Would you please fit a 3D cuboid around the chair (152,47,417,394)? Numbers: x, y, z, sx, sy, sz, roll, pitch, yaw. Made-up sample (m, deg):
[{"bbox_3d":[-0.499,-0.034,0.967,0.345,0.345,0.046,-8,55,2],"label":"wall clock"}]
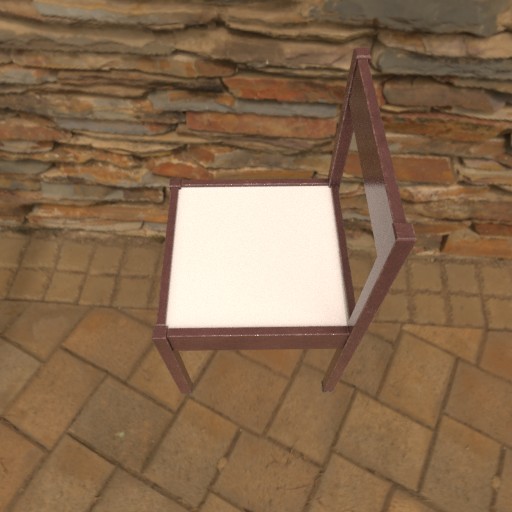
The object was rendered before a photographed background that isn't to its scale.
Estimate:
[{"bbox_3d":[0.000,0.000,0.679,0.285,0.505,0.285,-1,58,0],"label":"chair"}]
